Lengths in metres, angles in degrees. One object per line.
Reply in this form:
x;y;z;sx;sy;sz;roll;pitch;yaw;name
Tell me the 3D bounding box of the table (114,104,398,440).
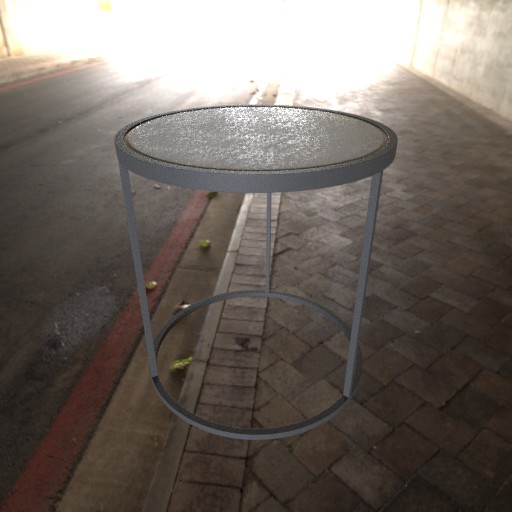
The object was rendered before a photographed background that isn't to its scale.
0.000;0.000;0.884;0.470;0.498;0.470;0;29;0;table
